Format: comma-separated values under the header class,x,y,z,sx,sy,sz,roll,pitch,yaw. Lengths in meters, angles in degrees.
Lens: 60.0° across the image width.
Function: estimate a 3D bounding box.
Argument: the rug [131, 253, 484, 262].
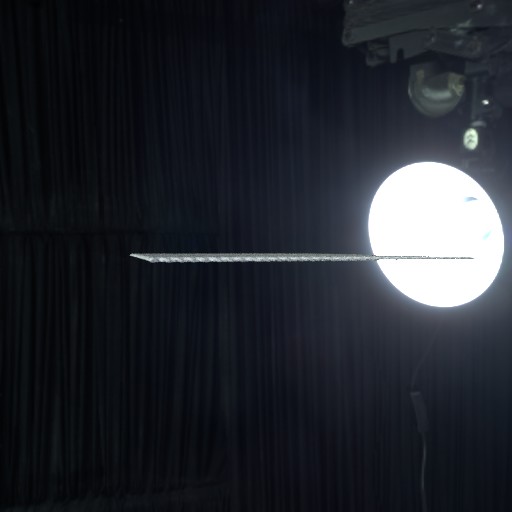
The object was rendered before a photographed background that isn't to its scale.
class,x,y,z,sx,sy,sz,roll,pitch,yaw
rug,0.000,0.000,2.346,1.230,0.014,1.847,0,1,-18
